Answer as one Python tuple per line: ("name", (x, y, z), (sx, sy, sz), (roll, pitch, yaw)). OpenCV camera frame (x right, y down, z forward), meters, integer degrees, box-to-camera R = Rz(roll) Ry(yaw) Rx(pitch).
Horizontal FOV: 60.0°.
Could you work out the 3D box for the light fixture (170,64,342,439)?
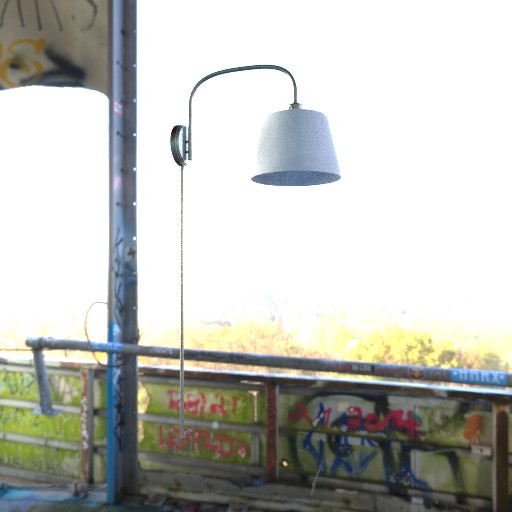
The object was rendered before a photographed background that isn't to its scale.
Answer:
("light fixture", (0.000, 0.000, 0.461), (0.176, 0.399, 0.092), (0, 0, 17))
